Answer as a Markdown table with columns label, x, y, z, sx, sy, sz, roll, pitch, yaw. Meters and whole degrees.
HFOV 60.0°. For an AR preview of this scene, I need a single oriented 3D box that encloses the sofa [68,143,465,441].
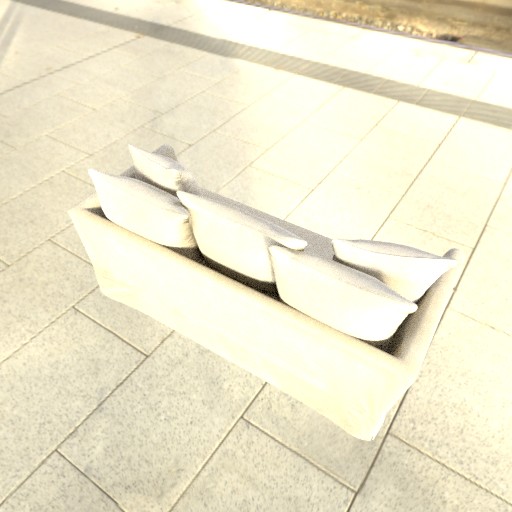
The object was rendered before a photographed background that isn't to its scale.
| label | x | y | z | sx | sy | sz | roll | pitch | yaw |
| --- | --- | --- | --- | --- | --- | --- | --- | --- | --- |
| sofa | 0.000 | 0.000 | 2.870 | 2.290 | 1.034 | 1.031 | 24 | 50 | 22 |
